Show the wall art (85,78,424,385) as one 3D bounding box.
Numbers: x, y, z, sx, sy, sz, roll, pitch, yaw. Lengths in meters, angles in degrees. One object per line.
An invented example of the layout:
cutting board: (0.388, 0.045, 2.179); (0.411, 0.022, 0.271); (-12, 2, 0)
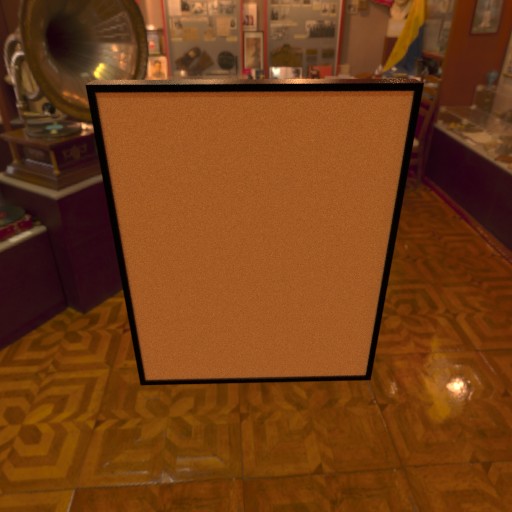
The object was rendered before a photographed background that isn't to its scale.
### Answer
wall art: (0.000, 0.000, 0.745); (0.451, 0.553, 0.039); (-1, 30, -1)
